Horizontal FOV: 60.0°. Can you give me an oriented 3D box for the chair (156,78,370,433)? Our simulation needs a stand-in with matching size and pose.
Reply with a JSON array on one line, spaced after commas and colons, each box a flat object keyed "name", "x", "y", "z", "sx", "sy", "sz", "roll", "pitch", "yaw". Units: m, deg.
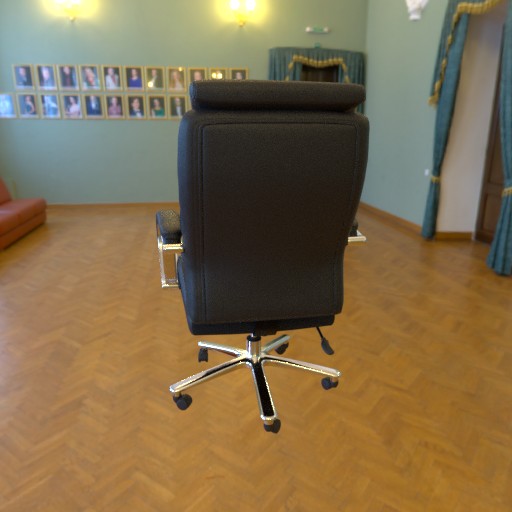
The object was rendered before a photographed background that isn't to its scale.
[{"name": "chair", "x": 0.000, "y": 0.000, "z": 1.684, "sx": 0.755, "sy": 1.183, "sz": 0.790, "roll": -3, "pitch": 16, "yaw": -9}]
